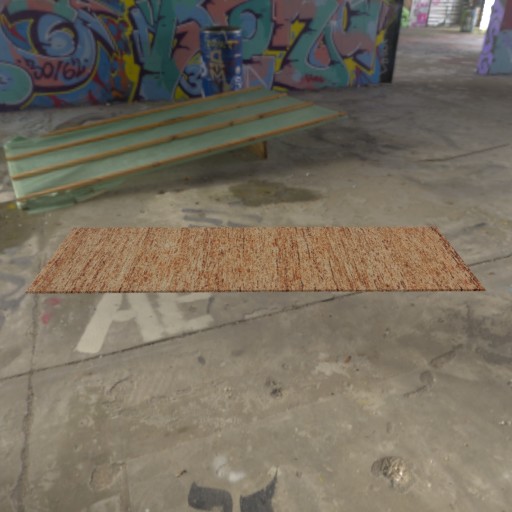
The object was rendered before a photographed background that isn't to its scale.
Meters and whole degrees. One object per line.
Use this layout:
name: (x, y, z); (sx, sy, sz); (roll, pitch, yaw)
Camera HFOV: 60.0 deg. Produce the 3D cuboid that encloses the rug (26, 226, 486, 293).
rug: (0.000, 0.000, 2.441); (2.237, 0.014, 0.680); (0, 31, 0)
